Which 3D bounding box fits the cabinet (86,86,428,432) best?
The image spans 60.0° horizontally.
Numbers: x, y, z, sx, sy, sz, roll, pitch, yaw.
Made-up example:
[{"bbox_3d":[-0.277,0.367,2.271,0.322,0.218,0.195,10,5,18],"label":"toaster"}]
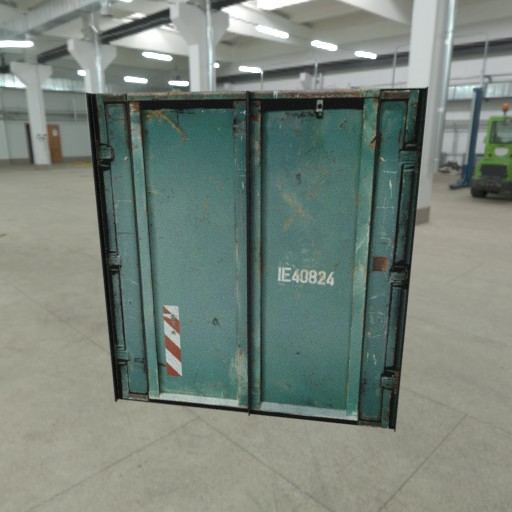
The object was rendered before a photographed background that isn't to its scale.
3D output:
[{"bbox_3d":[0.000,0.000,3.151,2.000,2.160,0.680,3,15,10],"label":"cabinet"}]
